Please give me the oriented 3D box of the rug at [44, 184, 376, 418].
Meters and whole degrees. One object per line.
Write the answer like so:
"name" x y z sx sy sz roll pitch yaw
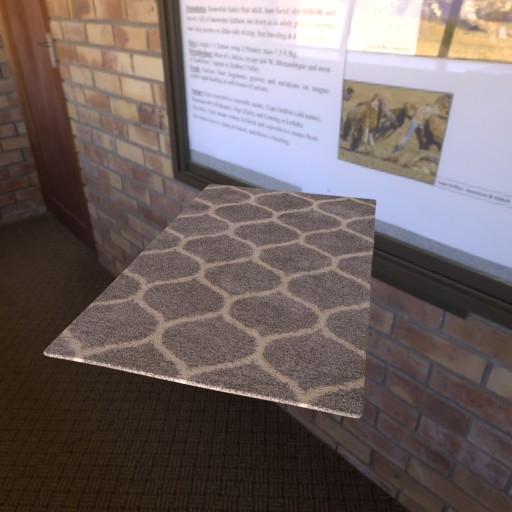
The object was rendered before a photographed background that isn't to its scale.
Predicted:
"rug" 0.000 0.000 2.939 1.501 0.025 2.348 7 31 13
